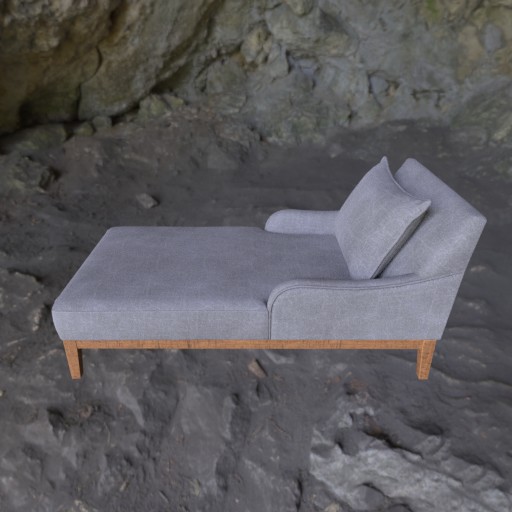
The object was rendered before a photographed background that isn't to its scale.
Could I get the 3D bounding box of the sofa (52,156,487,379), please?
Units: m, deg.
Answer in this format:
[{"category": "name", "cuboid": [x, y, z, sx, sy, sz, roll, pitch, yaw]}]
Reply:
[{"category": "sofa", "cuboid": [0.000, 0.000, 2.263, 1.779, 0.859, 0.894, 0, 27, 0]}]
